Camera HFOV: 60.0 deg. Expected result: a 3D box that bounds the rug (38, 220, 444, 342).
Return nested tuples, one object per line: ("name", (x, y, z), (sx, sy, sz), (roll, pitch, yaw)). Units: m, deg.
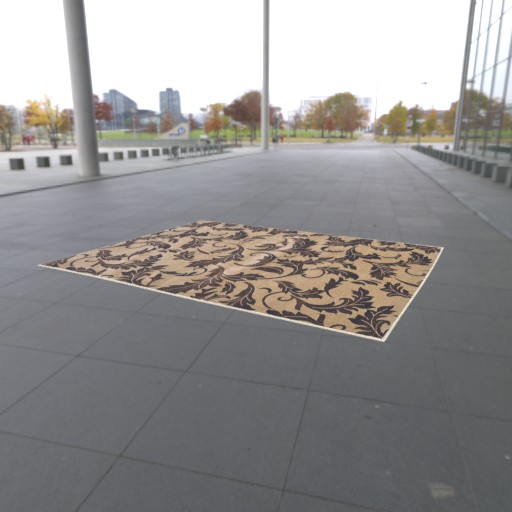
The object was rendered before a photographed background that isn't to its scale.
("rug", (0.000, 0.000, 4.101), (2.977, 0.008, 2.380), (8, 18, 28))
